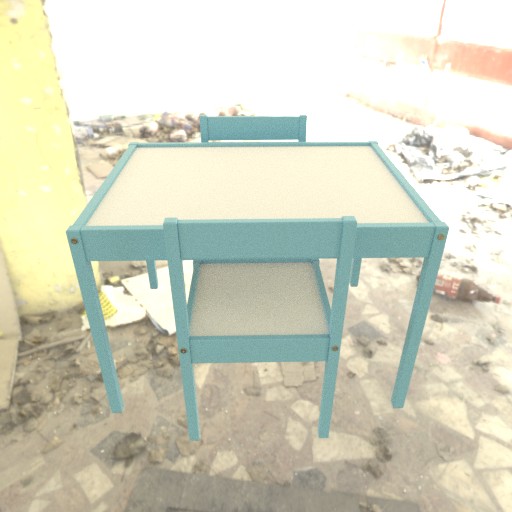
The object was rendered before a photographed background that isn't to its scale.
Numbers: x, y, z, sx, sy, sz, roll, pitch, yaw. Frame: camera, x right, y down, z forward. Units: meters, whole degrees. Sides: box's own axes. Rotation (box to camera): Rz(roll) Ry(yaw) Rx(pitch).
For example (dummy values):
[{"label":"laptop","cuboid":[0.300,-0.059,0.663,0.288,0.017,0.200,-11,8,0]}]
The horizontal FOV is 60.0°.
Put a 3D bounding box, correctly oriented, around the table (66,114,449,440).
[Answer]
[{"label":"table","cuboid":[0.000,0.000,1.048,0.639,0.503,0.633,-1,32,-1]}]
